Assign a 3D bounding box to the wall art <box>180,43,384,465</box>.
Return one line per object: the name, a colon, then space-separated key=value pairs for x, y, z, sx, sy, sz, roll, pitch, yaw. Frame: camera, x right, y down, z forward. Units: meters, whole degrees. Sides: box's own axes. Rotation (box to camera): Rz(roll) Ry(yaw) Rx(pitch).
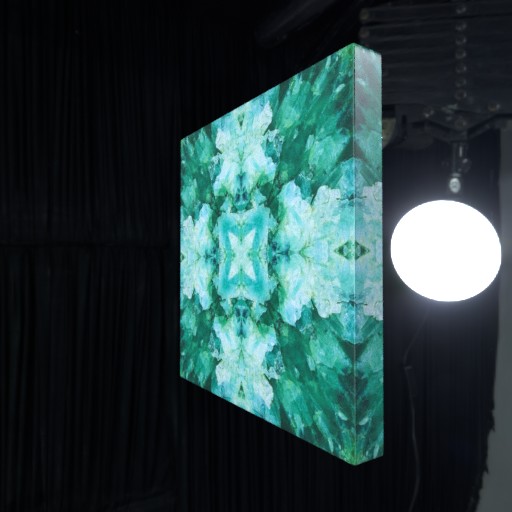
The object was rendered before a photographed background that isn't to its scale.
wall art: x=0.000 y=0.000 z=0.465 sx=0.033 sy=0.313 sz=0.313 roll=1 pitch=-1 yaw=-34
